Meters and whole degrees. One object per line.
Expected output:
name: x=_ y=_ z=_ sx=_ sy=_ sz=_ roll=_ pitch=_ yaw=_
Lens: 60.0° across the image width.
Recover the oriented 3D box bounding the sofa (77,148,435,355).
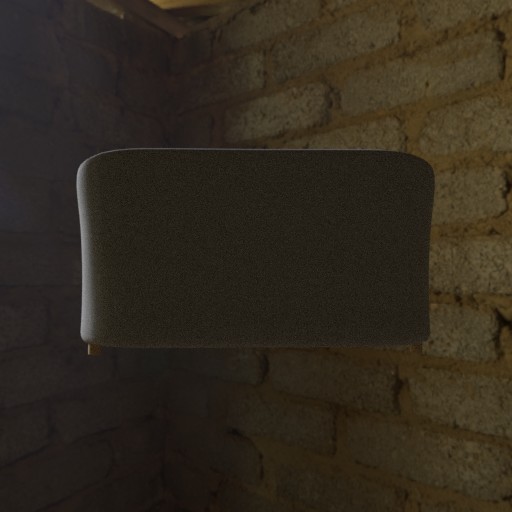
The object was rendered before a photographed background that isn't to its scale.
sofa: x=0.000 y=0.000 z=1.828 sx=1.452 sy=0.721 sz=0.705 roll=0 pitch=-1 yaw=-1
